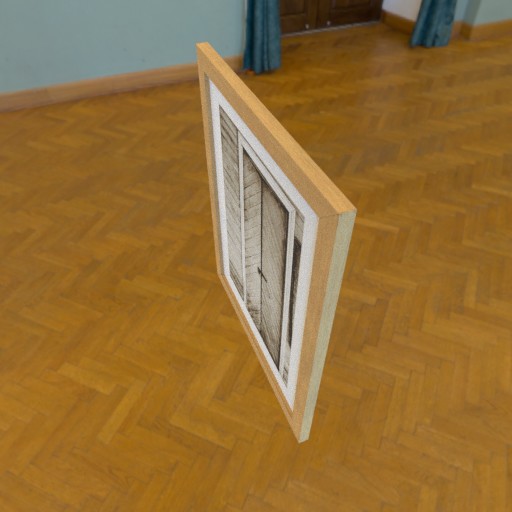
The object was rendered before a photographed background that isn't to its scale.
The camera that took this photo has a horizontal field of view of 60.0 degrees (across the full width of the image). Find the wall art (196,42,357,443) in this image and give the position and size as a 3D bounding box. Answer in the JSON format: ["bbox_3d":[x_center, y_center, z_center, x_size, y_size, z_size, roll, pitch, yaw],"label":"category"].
[{"bbox_3d":[0.000,0.000,0.776,0.020,0.561,0.460,-17,48,-16],"label":"wall art"}]
